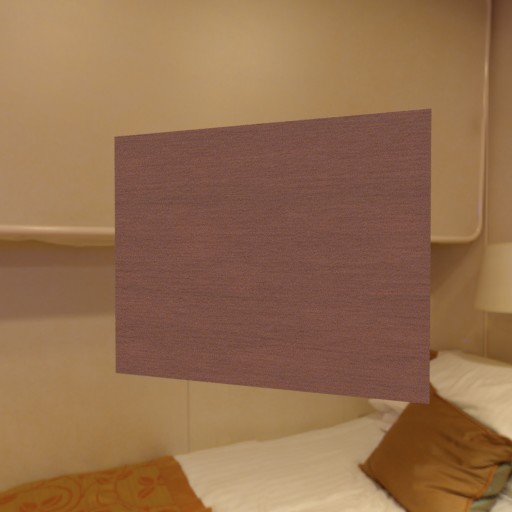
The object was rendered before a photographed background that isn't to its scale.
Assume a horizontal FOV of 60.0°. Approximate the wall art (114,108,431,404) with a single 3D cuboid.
[{"bbox_3d":[0.000,0.000,0.692,0.508,0.408,0.010,0,1,18],"label":"wall art"}]
